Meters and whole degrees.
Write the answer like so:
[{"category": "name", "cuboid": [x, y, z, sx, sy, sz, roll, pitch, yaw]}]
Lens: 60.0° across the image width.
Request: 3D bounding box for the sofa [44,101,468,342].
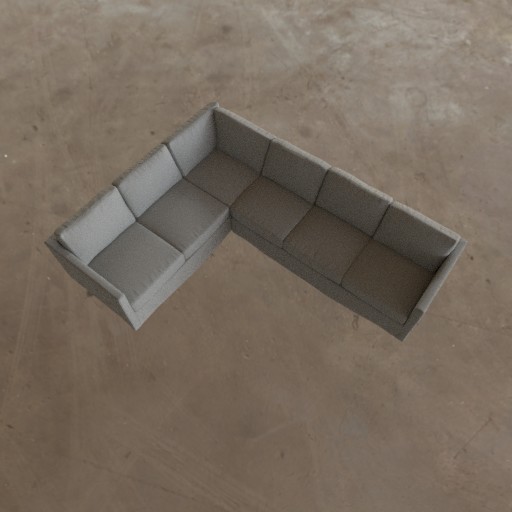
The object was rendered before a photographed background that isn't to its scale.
[{"category": "sofa", "cuboid": [0.000, 0.000, 4.361, 3.182, 0.871, 2.432, 33, 65, 18]}]
